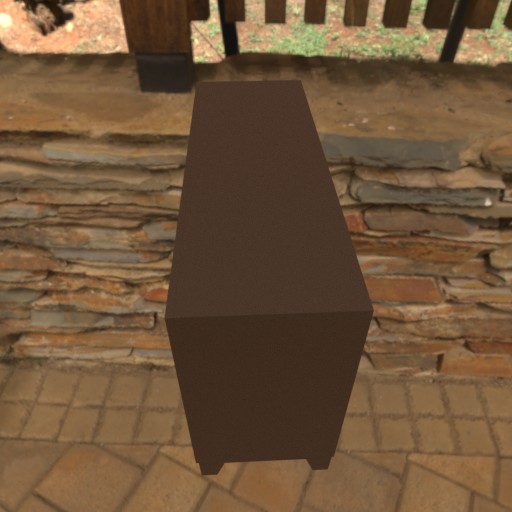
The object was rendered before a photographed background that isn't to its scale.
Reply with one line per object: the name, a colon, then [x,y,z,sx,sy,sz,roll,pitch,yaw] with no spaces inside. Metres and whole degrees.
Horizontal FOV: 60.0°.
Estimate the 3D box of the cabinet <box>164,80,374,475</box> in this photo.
cabinet: [0.000,0.000,1.839,0.482,0.914,1.396,-2,42,-2]
